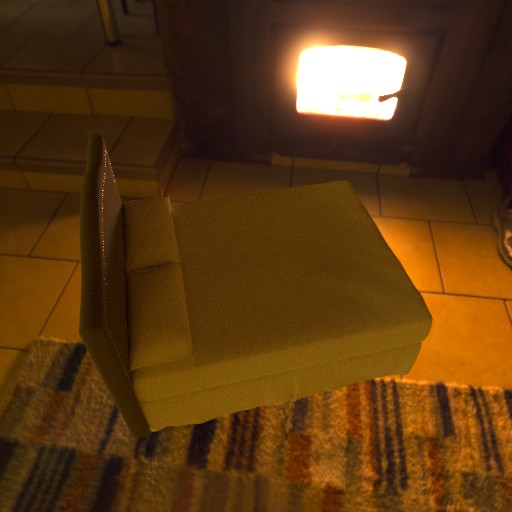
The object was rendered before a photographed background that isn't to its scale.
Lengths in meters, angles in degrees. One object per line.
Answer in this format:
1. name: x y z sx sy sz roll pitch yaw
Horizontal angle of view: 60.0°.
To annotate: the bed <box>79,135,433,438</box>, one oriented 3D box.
1. bed: 0.000 0.000 3.114 2.036 1.387 1.666 -10 48 -9
